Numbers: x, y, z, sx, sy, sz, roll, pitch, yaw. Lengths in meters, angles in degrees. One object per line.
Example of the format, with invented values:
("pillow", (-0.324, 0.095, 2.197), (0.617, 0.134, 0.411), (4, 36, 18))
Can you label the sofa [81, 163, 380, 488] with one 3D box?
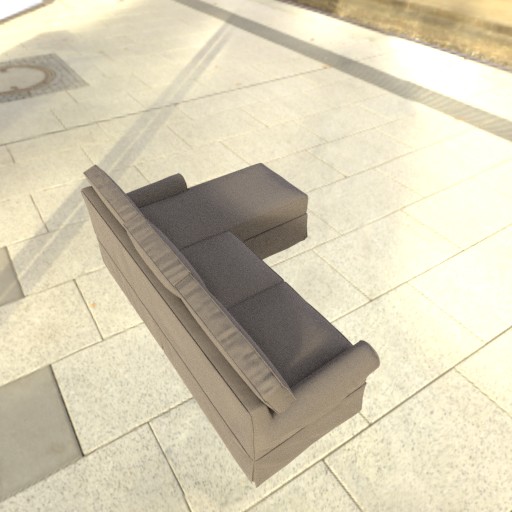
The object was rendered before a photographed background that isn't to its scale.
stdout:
("sofa", (0.000, 0.000, 3.340), (1.733, 0.978, 2.475), (-25, 47, -26))
